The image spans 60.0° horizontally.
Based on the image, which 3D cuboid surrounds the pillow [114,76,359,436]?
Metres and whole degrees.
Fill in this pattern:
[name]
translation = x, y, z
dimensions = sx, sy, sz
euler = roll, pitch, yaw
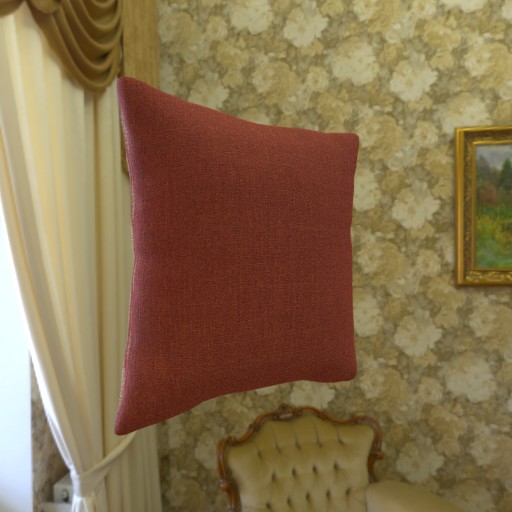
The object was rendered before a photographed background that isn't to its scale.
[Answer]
[pillow]
translation = 0.000, 0.000, 0.661
dimensions = 0.429, 0.434, 0.159
euler = 0, 0, -37
